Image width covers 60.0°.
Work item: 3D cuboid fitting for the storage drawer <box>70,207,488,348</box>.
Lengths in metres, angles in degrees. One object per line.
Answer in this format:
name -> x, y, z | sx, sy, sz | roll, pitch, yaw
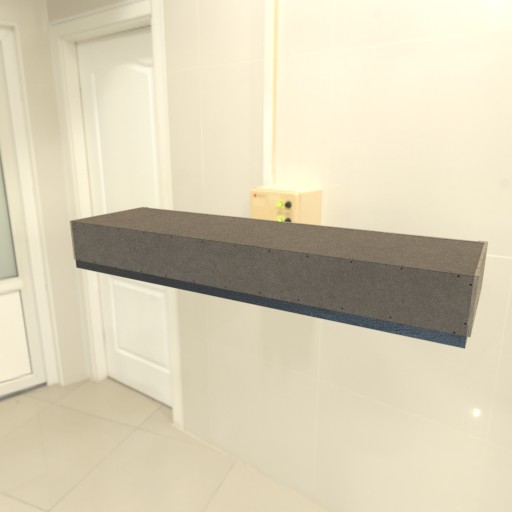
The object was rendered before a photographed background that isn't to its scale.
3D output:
storage drawer -> 0.000, 0.000, 2.280 | 2.072, 0.274, 0.591 | 8, 17, 28
